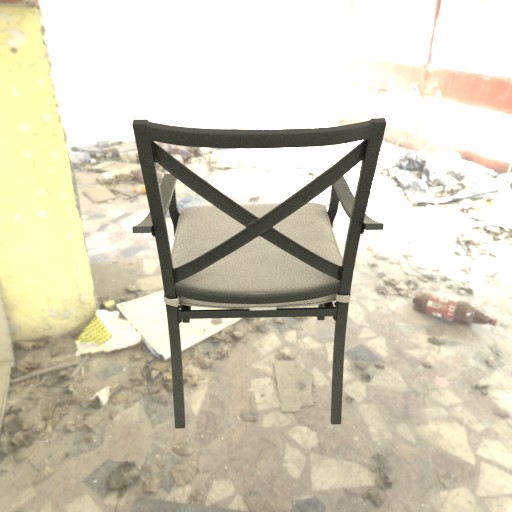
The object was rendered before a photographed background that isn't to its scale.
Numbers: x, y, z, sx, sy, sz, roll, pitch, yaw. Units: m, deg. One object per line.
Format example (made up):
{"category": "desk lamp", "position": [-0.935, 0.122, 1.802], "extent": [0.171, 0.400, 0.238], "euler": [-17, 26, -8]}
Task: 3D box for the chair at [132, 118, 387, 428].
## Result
{"category": "chair", "position": [0.000, 0.000, 1.299], "extent": [0.575, 0.889, 0.620], "euler": [-1, 29, -2]}
